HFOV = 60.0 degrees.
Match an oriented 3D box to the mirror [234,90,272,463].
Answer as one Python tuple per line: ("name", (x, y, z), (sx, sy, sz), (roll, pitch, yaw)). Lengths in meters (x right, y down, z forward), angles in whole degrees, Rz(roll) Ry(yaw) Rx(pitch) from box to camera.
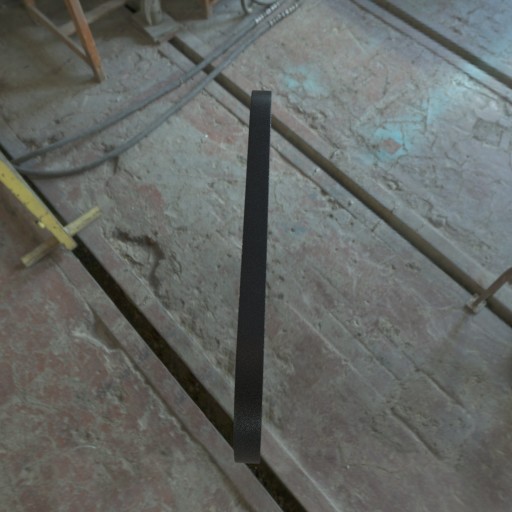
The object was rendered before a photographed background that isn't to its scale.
("mirror", (0.000, 0.000, 0.689), (0.032, 0.254, 0.584), (2, 64, 1))
